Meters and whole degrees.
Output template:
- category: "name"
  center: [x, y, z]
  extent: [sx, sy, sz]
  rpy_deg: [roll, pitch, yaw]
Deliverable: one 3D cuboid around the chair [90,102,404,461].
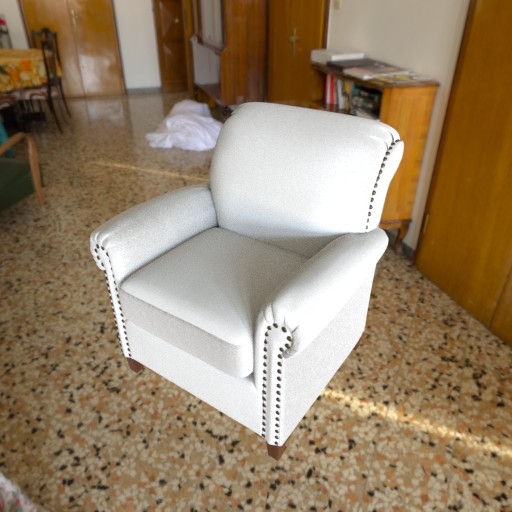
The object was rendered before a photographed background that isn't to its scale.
- category: "chair"
  center: [0.000, 0.000, 1.625]
  extent: [0.854, 0.927, 0.890]
  rpy_deg: [20, 37, 29]
